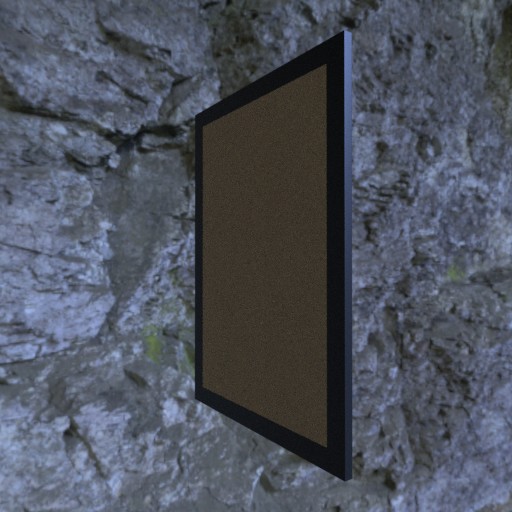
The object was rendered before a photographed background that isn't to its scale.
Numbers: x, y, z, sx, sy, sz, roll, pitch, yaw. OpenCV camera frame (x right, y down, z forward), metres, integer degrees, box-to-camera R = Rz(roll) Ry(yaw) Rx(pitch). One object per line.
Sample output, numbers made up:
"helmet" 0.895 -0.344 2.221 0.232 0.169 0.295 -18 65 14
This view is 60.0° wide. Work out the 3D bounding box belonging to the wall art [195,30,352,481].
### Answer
"wall art" 0.000 0.000 0.682 0.013 0.534 0.381 0 -1 -35
